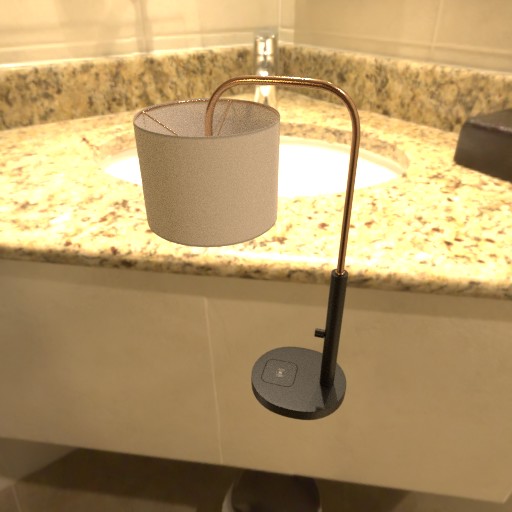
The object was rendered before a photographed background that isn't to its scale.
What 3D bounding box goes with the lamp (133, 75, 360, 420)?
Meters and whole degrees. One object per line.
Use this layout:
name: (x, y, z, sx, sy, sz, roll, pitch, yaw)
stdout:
lamp: (0.000, 0.000, 0.704, 0.337, 0.540, 0.199, 9, 33, 14)
